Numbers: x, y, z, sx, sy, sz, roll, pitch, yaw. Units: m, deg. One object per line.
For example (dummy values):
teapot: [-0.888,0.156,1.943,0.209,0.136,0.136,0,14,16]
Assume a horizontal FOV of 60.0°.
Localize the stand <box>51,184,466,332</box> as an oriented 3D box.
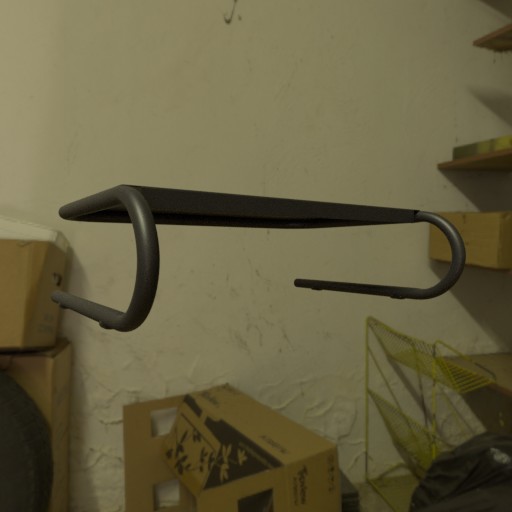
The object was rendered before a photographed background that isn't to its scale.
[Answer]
stand: [0.000,0.000,0.490,0.370,0.108,0.280,-1,1,-35]
